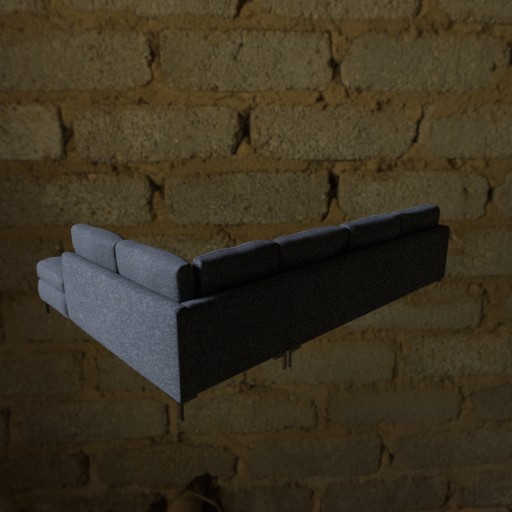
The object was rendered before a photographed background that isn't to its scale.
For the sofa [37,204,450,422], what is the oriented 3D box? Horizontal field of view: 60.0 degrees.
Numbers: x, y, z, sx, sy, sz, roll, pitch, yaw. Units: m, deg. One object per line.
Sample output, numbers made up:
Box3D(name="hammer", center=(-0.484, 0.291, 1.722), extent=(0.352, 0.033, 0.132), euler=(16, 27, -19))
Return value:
Box3D(name="sofa", center=(0.000, 0.000, 3.763), extent=(2.949, 0.815, 2.007), euler=(-14, 21, -41))
